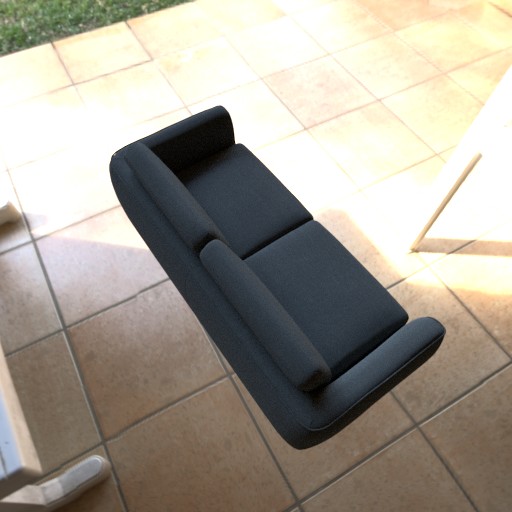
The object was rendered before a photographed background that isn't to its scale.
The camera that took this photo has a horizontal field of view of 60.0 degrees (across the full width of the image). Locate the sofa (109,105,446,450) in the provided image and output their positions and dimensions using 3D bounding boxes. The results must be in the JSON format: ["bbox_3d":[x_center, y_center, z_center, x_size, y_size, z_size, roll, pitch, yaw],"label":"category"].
[{"bbox_3d":[0.000,0.000,2.541,0.920,0.850,2.000,-31,63,-18],"label":"sofa"}]
